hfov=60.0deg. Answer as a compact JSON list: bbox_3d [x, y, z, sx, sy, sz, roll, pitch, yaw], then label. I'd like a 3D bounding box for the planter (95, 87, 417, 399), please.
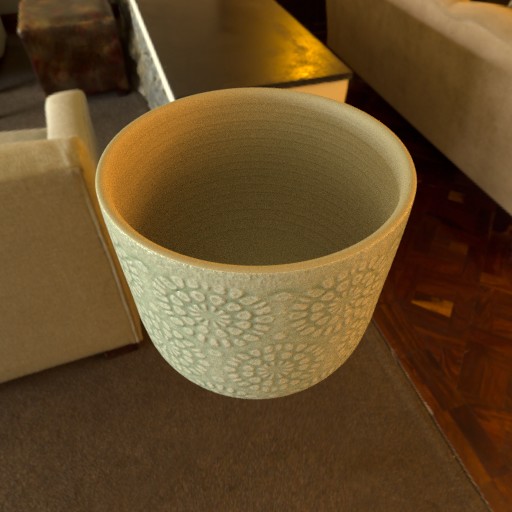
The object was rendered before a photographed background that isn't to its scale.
[{"bbox_3d":[0.000,0.000,0.294,0.169,0.153,0.169,0,46,0],"label":"planter"}]
